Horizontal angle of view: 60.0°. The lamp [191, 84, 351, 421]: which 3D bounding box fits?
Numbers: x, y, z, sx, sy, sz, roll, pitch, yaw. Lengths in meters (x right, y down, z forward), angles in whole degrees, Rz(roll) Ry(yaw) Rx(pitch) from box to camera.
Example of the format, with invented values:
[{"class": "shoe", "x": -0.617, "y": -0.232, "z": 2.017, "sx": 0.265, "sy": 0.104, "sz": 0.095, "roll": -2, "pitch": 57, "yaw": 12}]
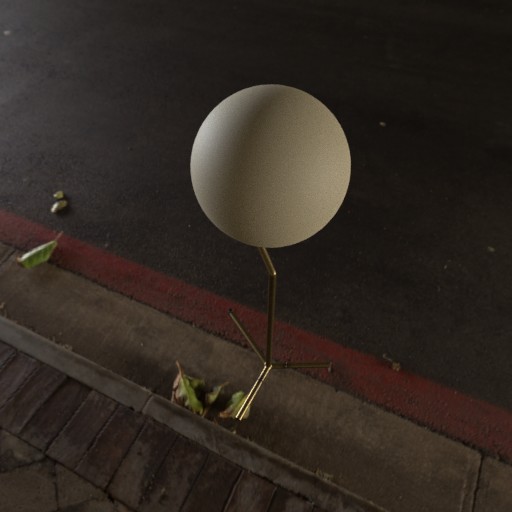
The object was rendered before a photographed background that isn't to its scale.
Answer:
[{"class": "lamp", "x": 0.000, "y": 0.000, "z": 0.677, "sx": 0.210, "sy": 0.552, "sz": 0.251, "roll": -24, "pitch": 52, "yaw": -21}]
